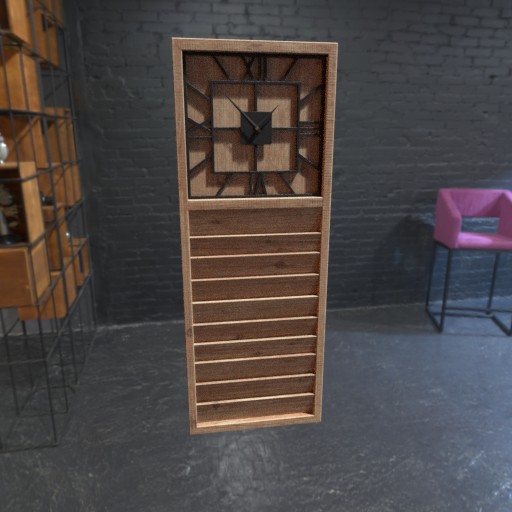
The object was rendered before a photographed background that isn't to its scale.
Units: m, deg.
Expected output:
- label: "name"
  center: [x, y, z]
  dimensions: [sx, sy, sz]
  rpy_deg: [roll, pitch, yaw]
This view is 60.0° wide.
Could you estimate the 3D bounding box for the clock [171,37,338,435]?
- label: "clock"
  center: [0.000, 0.000, 1.091]
  dimensions: [0.361, 0.965, 0.030]
  rpy_deg: [-2, 16, -9]
